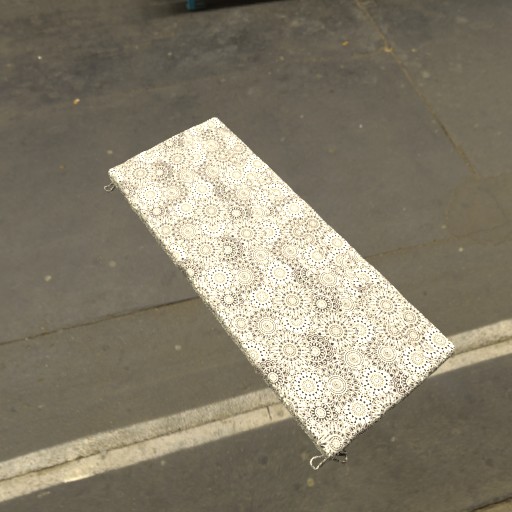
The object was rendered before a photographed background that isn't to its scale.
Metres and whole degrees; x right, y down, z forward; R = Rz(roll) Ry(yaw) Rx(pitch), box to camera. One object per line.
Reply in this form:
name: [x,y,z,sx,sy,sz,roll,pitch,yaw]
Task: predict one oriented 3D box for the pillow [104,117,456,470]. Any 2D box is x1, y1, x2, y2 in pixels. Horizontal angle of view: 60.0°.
pillow: [0.000,0.000,1.364,0.492,0.081,1.187,-33,63,-19]
